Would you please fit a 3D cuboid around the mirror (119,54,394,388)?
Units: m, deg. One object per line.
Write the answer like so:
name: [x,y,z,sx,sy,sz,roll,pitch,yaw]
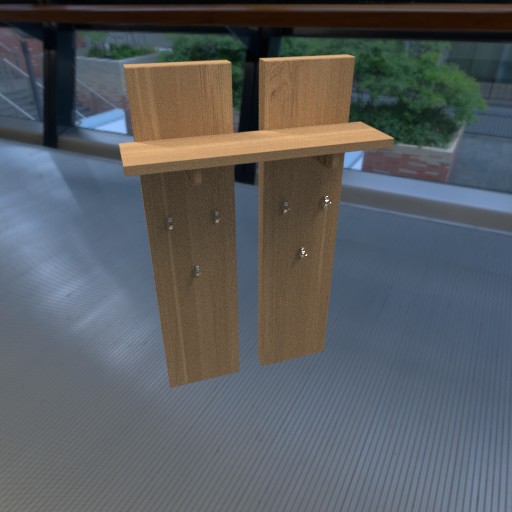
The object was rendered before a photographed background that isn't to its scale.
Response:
mirror: [0.000,0.000,1.566,0.800,1.250,0.260,-10,33,-15]
